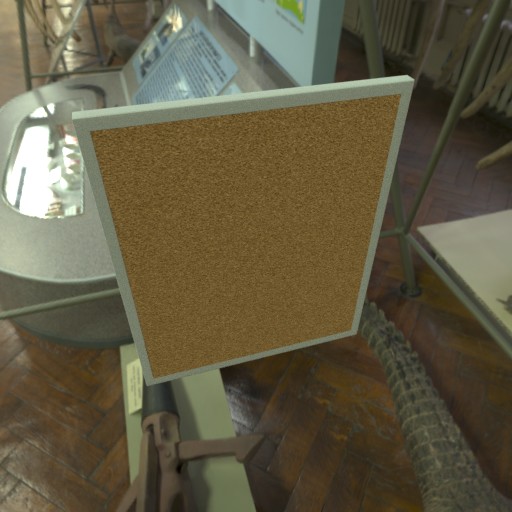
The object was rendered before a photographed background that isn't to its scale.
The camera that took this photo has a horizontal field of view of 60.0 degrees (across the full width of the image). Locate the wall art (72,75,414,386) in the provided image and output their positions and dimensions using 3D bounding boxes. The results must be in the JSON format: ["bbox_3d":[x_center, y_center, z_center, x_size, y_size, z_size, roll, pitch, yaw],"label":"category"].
[{"bbox_3d":[0.000,0.000,0.734,0.444,0.536,0.020,-11,42,-13],"label":"wall art"}]
